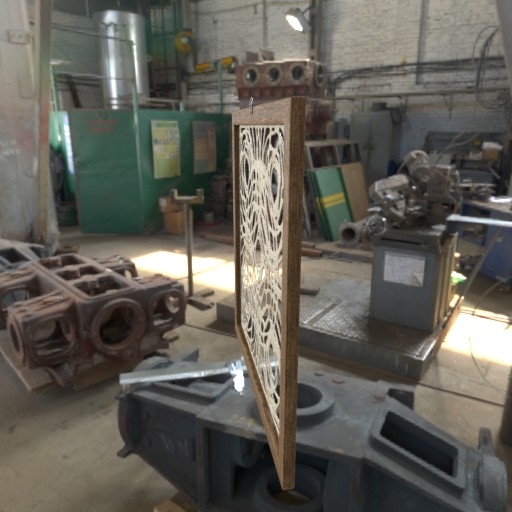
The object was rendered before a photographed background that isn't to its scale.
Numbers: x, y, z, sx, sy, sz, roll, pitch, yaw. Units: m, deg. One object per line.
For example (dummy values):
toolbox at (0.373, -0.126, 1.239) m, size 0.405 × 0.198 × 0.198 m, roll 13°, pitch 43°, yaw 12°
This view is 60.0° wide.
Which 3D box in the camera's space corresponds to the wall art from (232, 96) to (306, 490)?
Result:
wall art at (0.000, 0.000, 0.854) m, size 0.021 × 0.576 × 0.561 m, roll -3°, pitch 17°, yaw -10°
